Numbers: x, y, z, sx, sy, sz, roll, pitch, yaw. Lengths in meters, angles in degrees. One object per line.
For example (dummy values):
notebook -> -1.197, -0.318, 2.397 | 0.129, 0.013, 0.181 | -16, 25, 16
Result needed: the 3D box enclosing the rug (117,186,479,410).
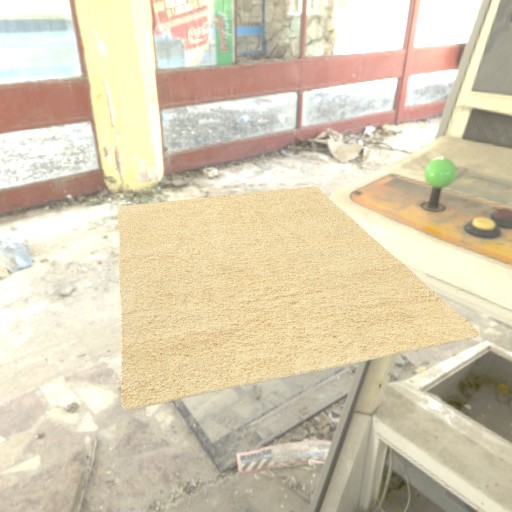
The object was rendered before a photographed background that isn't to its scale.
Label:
rug -> 0.000, 0.000, 4.023 | 2.401, 0.025, 3.001 | -8, 30, -14
